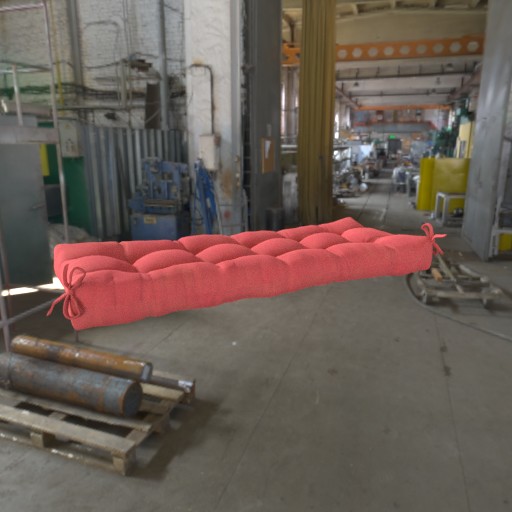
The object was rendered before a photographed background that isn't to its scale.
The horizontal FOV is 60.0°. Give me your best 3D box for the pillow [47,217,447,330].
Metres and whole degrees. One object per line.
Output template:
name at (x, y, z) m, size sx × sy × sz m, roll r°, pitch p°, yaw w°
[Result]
pillow at (0.000, 0.000, 1.362) m, size 1.194 × 0.174 × 0.511 m, roll -7°, pitch 16°, yaw -27°
